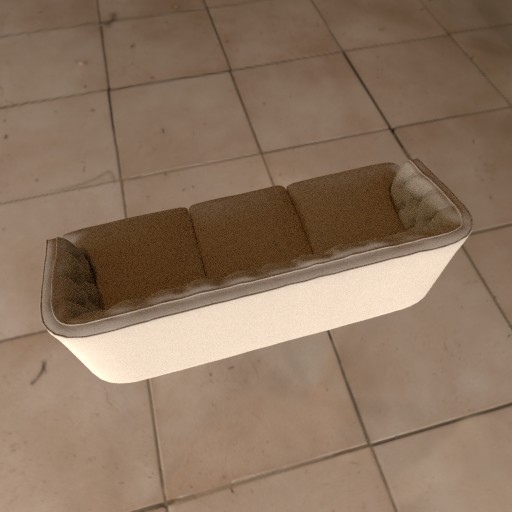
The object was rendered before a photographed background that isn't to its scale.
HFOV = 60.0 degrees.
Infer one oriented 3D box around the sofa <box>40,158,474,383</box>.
[{"bbox_3d":[0.000,0.000,2.683,2.278,0.855,0.941,-14,59,-8],"label":"sofa"}]
